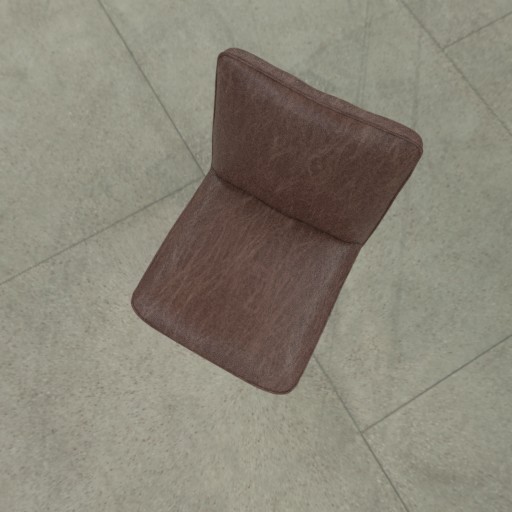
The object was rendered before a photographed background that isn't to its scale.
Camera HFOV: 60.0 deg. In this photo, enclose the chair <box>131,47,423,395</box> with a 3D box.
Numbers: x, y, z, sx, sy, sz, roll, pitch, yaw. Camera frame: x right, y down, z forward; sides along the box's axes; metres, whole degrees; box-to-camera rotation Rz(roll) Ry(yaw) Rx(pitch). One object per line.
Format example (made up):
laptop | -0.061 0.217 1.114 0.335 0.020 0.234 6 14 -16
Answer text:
chair | 0.000 0.000 1.241 0.543 0.803 0.645 24 76 6
